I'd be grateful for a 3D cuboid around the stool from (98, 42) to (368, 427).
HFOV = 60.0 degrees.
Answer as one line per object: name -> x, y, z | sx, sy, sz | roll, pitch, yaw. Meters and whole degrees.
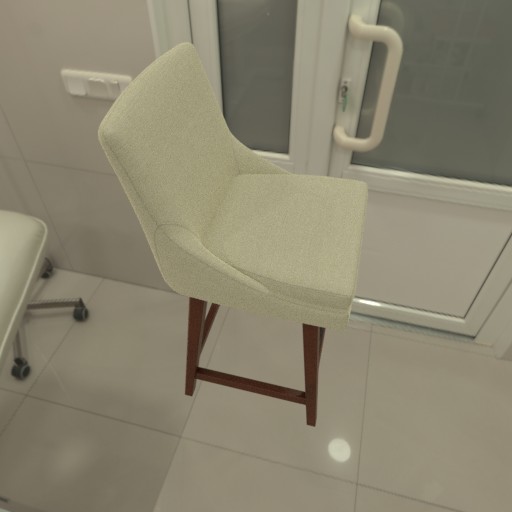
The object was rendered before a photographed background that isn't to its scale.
stool -> 0.000, 0.000, 1.271 | 0.559, 0.991, 0.469 | 10, 47, 10
